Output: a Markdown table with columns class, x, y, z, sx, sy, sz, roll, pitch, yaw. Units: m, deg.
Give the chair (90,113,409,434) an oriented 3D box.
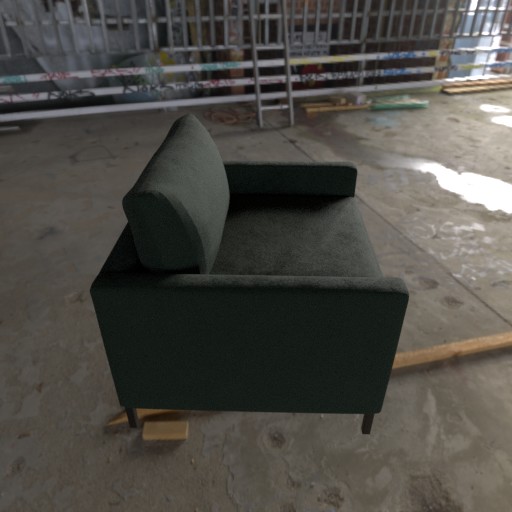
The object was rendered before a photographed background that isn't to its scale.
| class | x | y | z | sx | sy | sz | roll | pitch | yaw |
| --- | --- | --- | --- | --- | --- | --- | --- | --- | --- |
| chair | 0.000 | 0.000 | 1.646 | 0.866 | 0.861 | 0.963 | 1 | 33 | 2 |
